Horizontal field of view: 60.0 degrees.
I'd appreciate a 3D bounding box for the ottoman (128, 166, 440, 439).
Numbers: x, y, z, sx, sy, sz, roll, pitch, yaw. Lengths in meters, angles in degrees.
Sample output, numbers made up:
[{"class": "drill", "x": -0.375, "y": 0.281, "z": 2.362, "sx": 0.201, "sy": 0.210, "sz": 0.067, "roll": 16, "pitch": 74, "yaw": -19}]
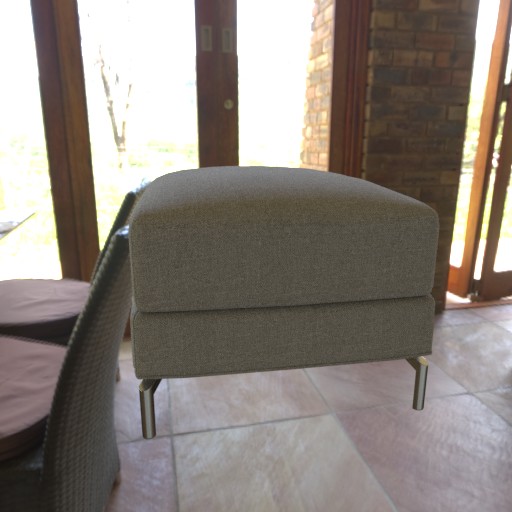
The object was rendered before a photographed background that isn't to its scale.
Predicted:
[{"class": "ottoman", "x": 0.000, "y": 0.000, "z": 1.176, "sx": 0.584, "sy": 0.457, "sz": 0.838, "roll": -2, "pitch": 15, "yaw": -9}]
